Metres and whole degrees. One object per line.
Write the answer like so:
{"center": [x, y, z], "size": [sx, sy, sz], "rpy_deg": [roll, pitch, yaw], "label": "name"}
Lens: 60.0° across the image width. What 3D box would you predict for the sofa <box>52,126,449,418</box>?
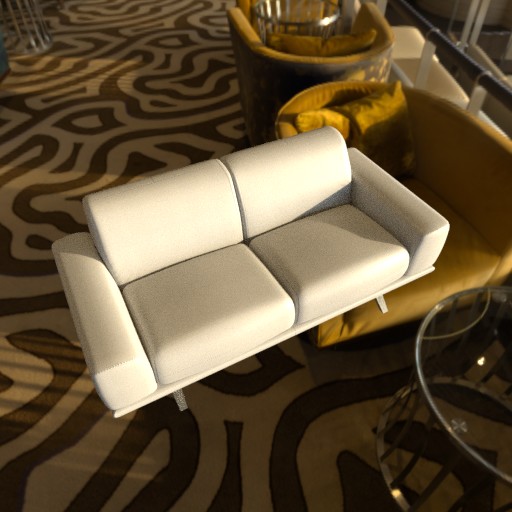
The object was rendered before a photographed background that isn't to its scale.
{"center": [0.000, 0.000, 2.381], "size": [1.901, 0.772, 0.900], "rpy_deg": [-21, 49, -19], "label": "sofa"}
